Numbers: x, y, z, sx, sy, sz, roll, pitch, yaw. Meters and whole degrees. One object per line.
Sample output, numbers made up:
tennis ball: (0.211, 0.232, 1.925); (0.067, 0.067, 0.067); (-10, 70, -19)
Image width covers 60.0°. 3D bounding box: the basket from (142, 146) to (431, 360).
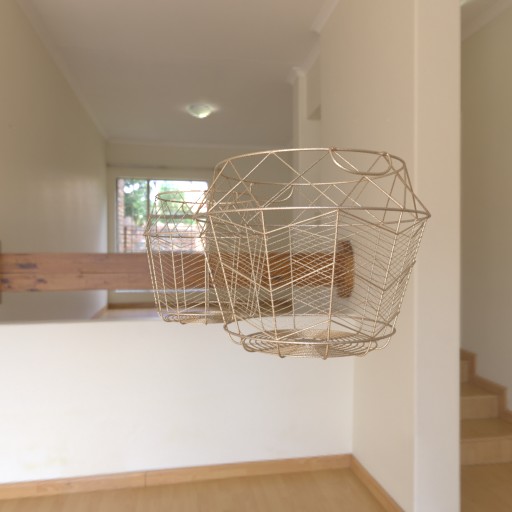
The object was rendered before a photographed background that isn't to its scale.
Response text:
basket: (0.000, 0.000, 1.016); (0.451, 0.343, 0.805); (0, 1, -35)
